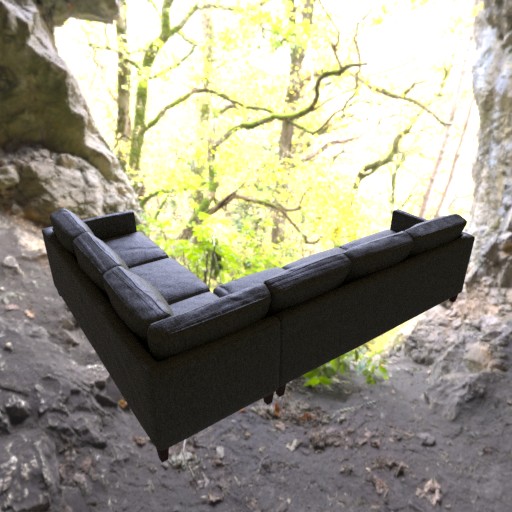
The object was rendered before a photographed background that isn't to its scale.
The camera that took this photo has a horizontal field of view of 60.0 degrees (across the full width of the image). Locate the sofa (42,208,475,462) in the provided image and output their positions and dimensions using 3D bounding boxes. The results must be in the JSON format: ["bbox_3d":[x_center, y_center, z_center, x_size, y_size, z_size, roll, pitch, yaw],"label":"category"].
[{"bbox_3d":[0.000,0.000,4.304,3.302,0.947,2.593,-18,32,-32],"label":"sofa"}]
